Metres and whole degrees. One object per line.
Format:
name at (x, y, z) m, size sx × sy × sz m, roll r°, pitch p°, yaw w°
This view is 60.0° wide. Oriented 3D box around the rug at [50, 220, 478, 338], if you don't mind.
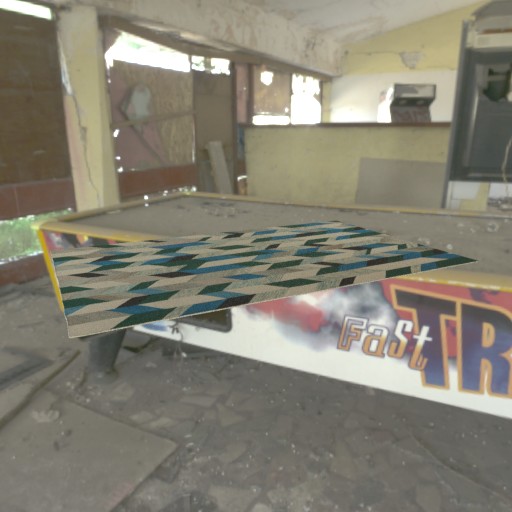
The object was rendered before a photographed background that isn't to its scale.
rug at (0.000, 0.000, 2.947) m, size 2.433 × 0.007 × 1.507 m, roll -8°, pitch 17°, yaw -26°
